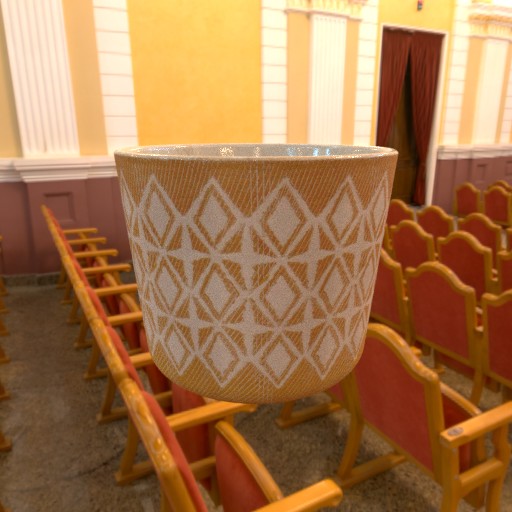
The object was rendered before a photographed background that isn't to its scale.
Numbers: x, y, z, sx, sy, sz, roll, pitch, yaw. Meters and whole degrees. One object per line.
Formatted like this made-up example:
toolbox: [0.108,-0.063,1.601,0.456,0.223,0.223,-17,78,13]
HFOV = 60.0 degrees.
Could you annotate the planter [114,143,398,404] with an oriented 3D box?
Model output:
planter: [0.000,0.000,0.220,0.126,0.104,0.126,0,16,0]
